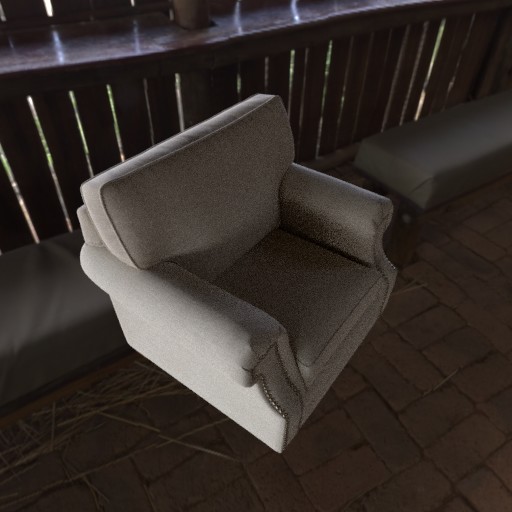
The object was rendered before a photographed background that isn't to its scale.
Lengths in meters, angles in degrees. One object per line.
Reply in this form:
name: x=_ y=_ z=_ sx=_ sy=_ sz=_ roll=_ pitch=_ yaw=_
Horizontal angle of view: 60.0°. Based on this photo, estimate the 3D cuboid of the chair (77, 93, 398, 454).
chair: x=0.000 y=0.000 z=1.860 sx=0.965 sy=0.961 sz=1.092 roll=26 pitch=48 yaw=27
